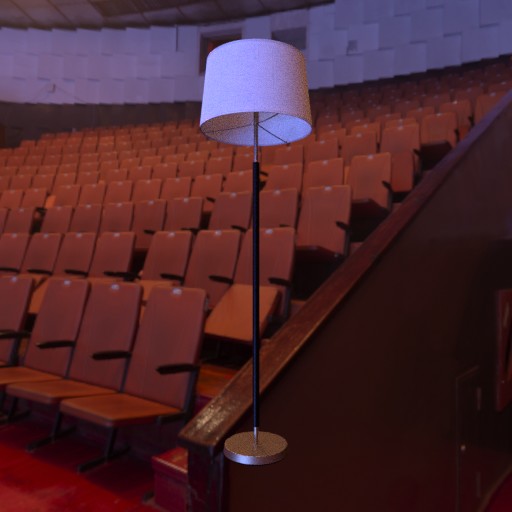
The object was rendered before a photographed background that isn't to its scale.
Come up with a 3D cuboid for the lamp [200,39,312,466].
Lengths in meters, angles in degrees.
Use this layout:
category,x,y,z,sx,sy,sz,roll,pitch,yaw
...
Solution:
category,x,y,z,sx,sy,sz,roll,pitch,yaw
lamp,0.000,0.000,1.654,0.420,1.447,0.420,0,-1,0
